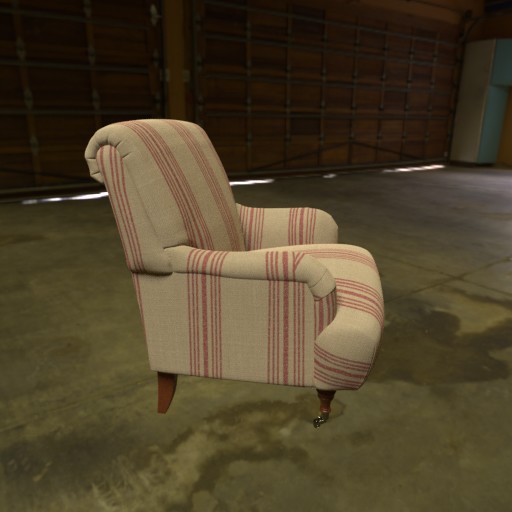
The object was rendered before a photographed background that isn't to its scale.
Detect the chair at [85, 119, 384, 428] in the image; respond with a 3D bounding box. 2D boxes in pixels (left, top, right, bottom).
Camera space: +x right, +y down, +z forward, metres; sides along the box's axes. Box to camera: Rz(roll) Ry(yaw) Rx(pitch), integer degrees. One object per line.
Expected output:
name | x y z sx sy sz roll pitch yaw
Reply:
chair | 0.000 0.000 1.904 1.058 1.123 0.933 3 17 10
